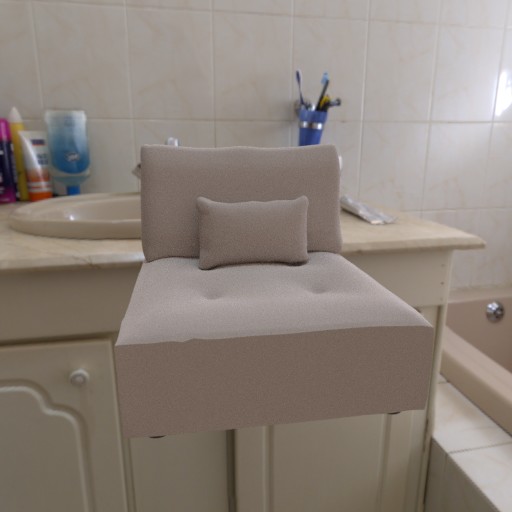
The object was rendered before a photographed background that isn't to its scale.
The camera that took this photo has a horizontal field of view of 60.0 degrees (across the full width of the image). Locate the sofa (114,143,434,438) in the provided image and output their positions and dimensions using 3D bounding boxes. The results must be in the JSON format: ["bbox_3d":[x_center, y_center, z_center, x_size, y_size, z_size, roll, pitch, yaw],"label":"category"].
[{"bbox_3d":[0.000,0.000,1.702,0.935,0.828,1.000,-2,15,-9],"label":"sofa"}]
